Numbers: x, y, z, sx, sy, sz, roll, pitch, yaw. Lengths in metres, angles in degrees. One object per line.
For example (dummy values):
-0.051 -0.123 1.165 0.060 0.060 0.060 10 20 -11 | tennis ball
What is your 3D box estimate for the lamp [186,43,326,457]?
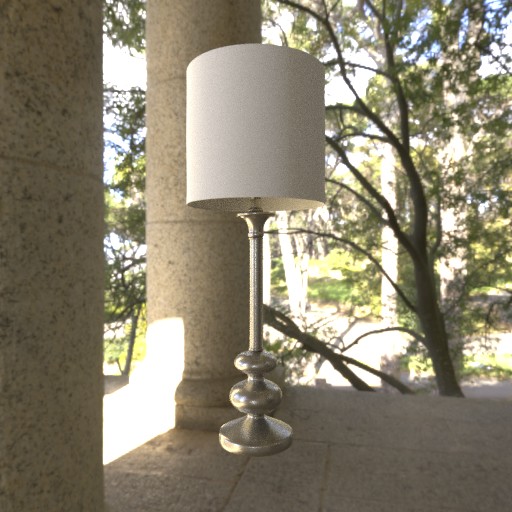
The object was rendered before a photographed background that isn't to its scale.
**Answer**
0.000 0.000 0.822 0.254 0.690 0.254 0 1 -17 | lamp
